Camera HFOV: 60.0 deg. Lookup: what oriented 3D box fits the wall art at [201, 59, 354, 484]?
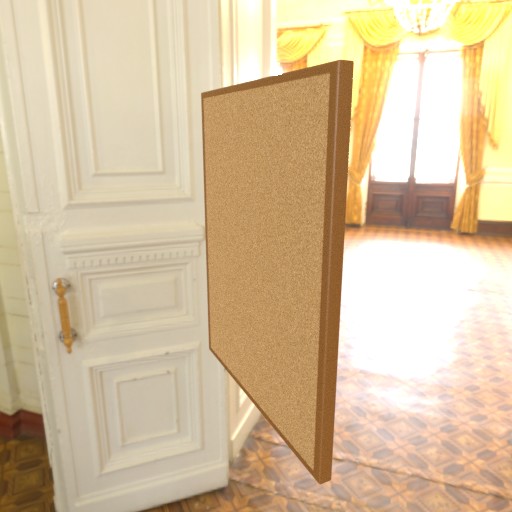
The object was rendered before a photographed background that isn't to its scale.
[{"bbox_3d":[0.000,0.000,0.513,0.015,0.379,0.310,-7,17,-25],"label":"wall art"}]
